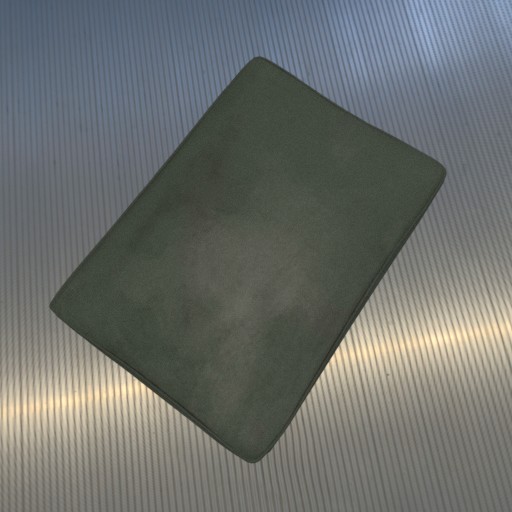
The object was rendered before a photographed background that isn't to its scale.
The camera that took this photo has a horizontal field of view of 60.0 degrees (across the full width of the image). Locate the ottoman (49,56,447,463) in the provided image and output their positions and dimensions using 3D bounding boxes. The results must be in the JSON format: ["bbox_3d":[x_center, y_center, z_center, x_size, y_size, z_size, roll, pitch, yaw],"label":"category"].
[{"bbox_3d":[0.000,0.000,1.258,0.632,0.495,0.864,34,78,8],"label":"ottoman"}]
